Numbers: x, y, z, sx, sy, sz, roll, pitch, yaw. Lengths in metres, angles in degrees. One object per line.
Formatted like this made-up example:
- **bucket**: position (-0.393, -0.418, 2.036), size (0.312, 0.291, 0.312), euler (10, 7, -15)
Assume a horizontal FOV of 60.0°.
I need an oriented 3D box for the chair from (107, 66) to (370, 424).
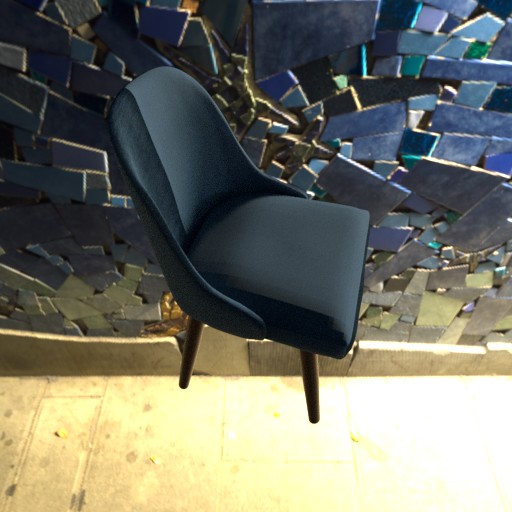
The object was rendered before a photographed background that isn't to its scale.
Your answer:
- **chair**: position (0.000, 0.000, 1.207), size (0.589, 0.882, 0.503), euler (11, 48, 10)
